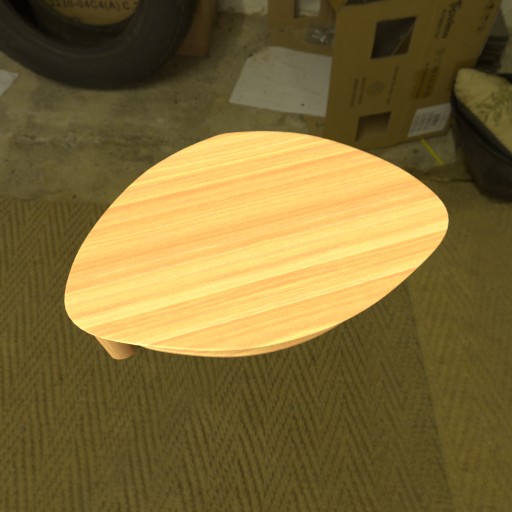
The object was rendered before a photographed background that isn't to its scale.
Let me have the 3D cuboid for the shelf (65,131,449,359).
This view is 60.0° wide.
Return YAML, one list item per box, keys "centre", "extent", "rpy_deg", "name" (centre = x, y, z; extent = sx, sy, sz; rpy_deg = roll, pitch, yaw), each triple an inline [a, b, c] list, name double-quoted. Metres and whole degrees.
- centre: [0.000, 0.000, 1.639]
  extent: [1.246, 0.440, 0.845]
  rpy_deg: [-15, 60, -9]
  name: "shelf"
